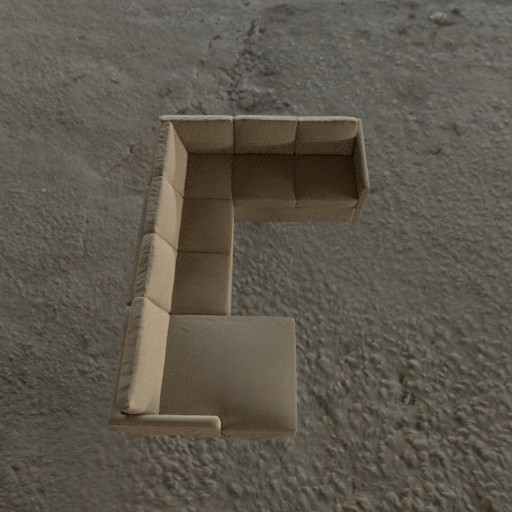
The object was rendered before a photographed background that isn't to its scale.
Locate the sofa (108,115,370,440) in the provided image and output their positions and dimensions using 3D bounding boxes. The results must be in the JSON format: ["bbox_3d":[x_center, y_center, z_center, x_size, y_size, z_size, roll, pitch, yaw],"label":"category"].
[{"bbox_3d":[0.000,0.000,4.689,2.476,0.878,3.528,1,63,1],"label":"sofa"}]
